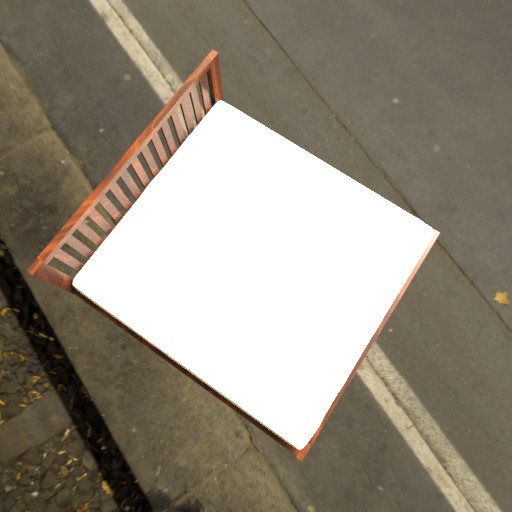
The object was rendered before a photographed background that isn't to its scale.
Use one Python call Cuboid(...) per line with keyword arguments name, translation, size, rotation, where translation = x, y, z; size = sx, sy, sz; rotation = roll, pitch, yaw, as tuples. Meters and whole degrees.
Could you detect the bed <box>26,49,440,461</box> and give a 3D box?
Cuboid(name="bed", translation=(0.000, 0.000, 3.136), size=(2.030, 0.890, 1.905), rotation=(33, 77, 9))
